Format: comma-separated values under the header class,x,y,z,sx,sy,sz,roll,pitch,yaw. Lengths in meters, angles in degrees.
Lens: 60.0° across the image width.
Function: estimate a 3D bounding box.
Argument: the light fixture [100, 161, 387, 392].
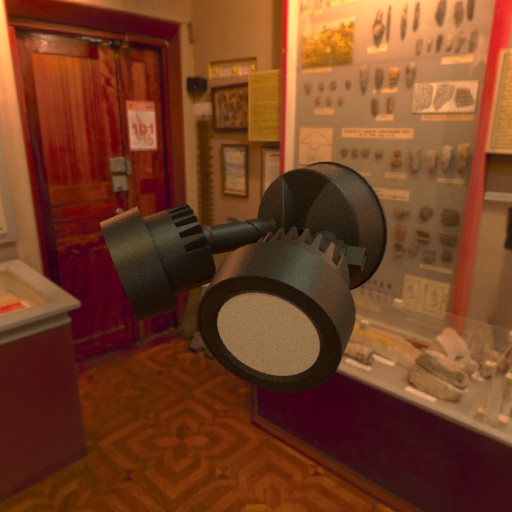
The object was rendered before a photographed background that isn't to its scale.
class,x,y,z,sx,sy,sz,roll,pitch,yaw
light fixture,0.000,0.000,0.310,0.213,0.120,0.168,16,23,42
